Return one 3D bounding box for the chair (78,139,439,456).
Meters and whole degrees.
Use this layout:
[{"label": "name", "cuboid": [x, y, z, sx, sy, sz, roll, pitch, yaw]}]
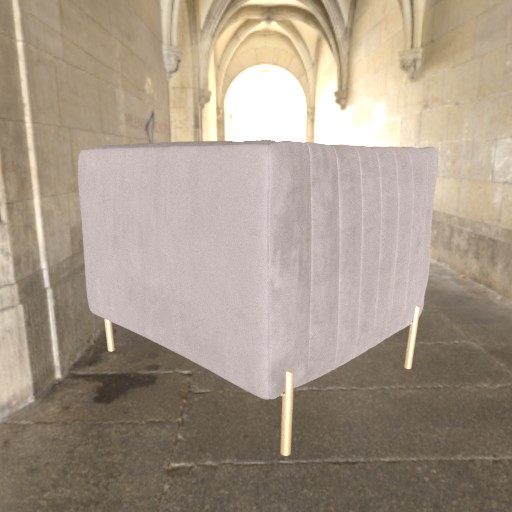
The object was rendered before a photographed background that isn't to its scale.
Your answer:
[{"label": "chair", "cuboid": [0.000, 0.000, 1.593, 0.981, 0.779, 0.873, 12, 17, 43]}]
